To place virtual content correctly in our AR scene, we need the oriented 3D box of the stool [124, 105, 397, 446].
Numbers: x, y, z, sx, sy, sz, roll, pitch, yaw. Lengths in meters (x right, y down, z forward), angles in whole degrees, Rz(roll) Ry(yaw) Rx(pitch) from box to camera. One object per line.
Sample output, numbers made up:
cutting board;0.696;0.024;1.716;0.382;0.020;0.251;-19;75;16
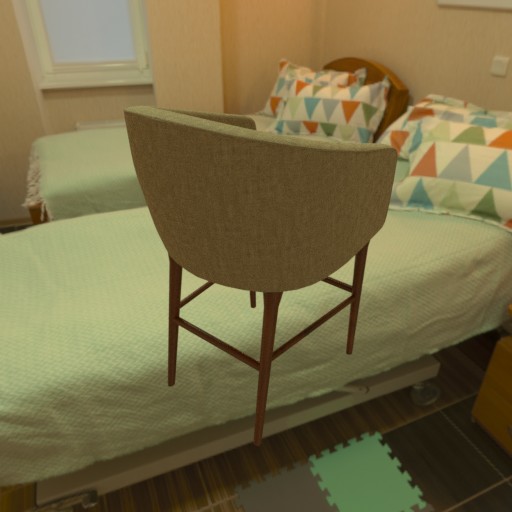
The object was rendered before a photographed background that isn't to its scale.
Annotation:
stool;0.000;0.000;1.341;0.559;0.952;0.635;22;38;31
